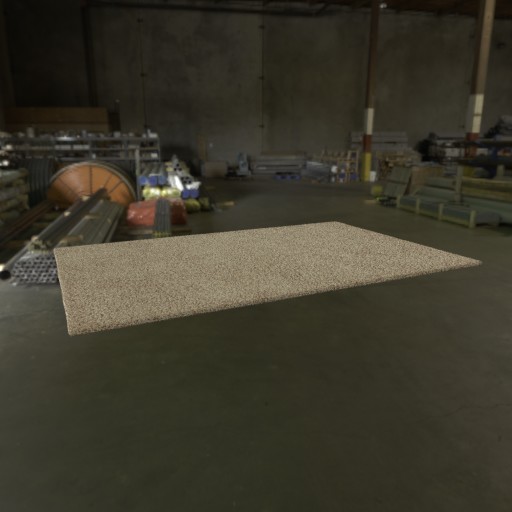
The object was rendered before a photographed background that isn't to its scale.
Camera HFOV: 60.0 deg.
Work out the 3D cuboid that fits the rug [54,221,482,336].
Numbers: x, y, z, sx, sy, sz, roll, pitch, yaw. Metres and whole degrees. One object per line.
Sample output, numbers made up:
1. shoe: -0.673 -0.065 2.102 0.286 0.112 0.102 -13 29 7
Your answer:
1. rug: 0.000 0.000 3.355 2.743 0.030 1.778 -7 16 -25
